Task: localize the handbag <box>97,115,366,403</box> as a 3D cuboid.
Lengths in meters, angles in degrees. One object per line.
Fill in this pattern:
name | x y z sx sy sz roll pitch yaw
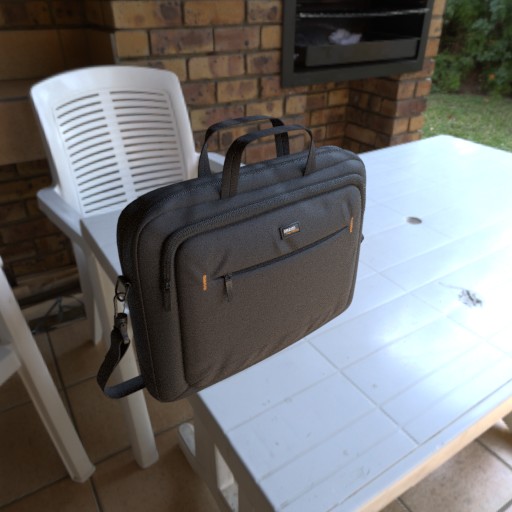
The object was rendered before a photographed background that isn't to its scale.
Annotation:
handbag | 0.000 0.000 0.425 0.320 0.244 0.089 -21 37 -31
